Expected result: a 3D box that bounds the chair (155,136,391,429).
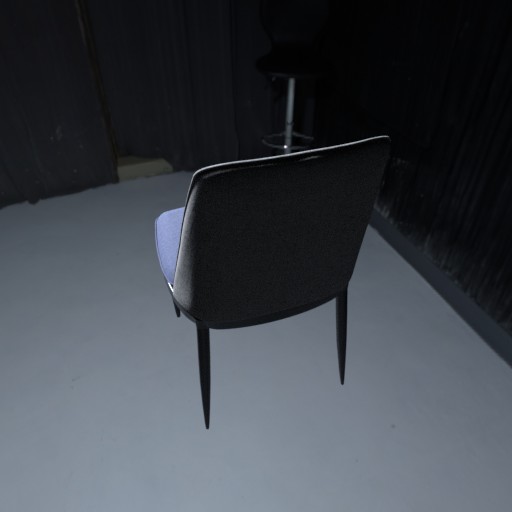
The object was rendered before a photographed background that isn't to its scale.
[{"bbox_3d":[0.000,0.000,1.169,0.488,0.855,0.550,-13,42,-15],"label":"chair"}]
